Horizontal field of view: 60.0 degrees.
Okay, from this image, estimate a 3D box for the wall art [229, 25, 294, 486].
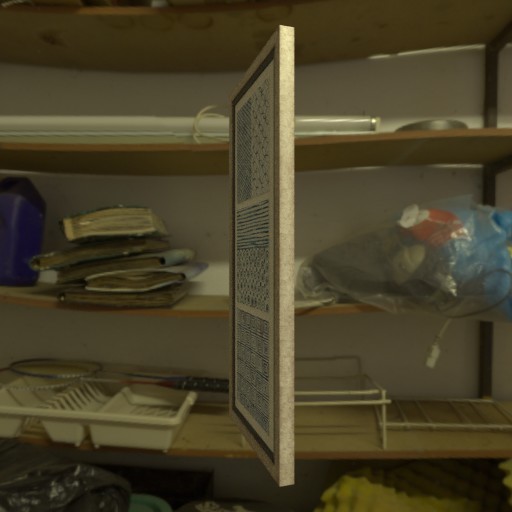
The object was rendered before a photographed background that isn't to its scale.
[{"bbox_3d":[0.000,0.000,1.718,0.051,1.461,0.648,0,0,-18],"label":"wall art"}]
